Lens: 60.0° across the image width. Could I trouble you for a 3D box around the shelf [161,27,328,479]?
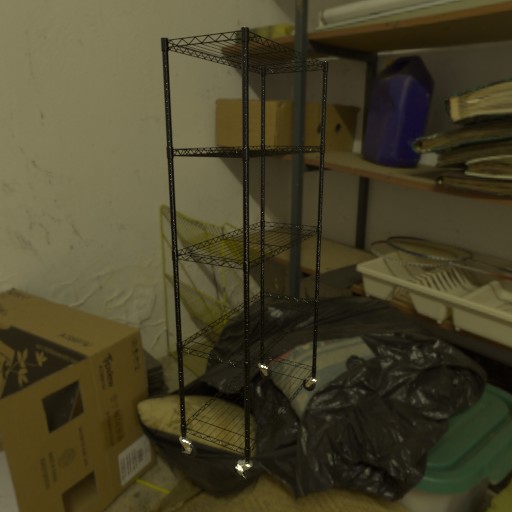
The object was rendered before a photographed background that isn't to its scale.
[{"bbox_3d":[0.000,0.000,1.937,0.356,1.645,0.762,8,17,27],"label":"shelf"}]
